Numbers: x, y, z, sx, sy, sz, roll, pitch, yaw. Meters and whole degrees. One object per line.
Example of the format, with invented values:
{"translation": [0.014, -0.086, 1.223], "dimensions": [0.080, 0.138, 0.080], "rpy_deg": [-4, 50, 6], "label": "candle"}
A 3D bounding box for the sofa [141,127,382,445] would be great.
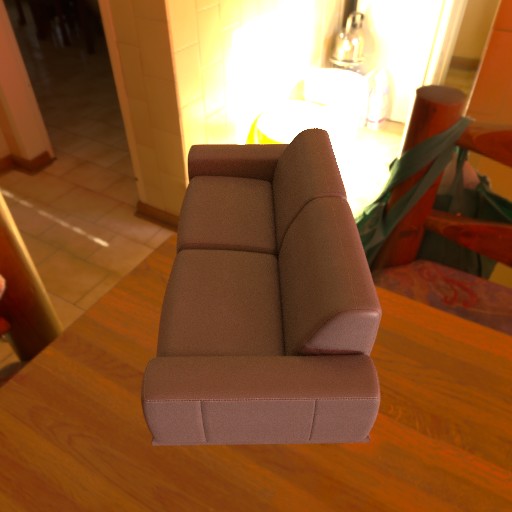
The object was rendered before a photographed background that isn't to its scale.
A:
{"translation": [0.000, 0.000, 2.357], "dimensions": [0.900, 0.772, 1.901], "rpy_deg": [-1, 42, -1], "label": "sofa"}
